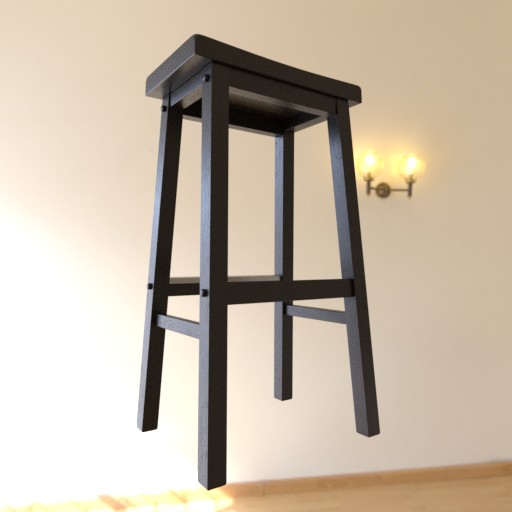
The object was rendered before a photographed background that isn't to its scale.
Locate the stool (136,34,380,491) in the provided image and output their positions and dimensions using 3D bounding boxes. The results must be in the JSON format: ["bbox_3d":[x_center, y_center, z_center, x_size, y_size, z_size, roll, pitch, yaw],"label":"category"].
[{"bbox_3d":[0.000,0.000,0.943,0.406,0.742,0.322,1,-1,-35],"label":"stool"}]
